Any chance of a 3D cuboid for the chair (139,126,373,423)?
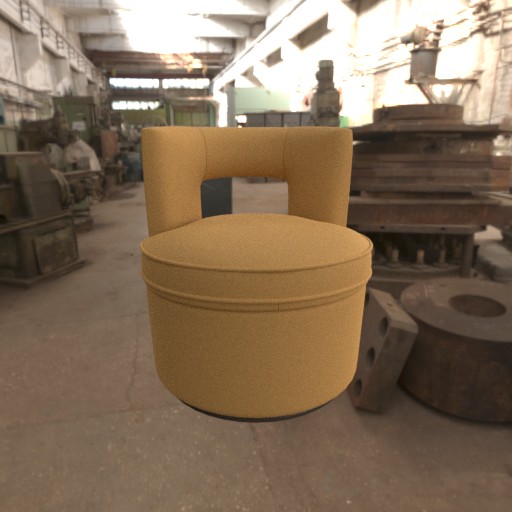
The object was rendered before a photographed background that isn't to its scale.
[{"bbox_3d":[0.000,0.000,1.282,0.650,0.723,0.665,-3,16,-9],"label":"chair"}]
